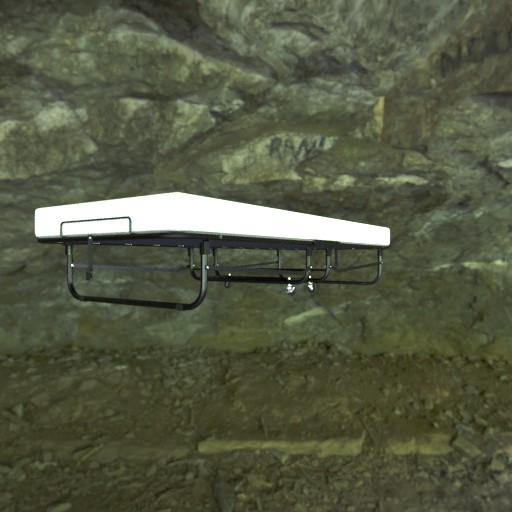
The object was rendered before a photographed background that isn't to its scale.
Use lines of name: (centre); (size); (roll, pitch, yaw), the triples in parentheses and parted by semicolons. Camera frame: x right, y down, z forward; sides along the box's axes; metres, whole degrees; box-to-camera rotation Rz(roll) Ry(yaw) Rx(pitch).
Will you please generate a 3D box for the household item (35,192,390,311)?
household item: (0.000, 0.000, 2.209); (0.787, 0.356, 1.905); (0, 0, 35)
